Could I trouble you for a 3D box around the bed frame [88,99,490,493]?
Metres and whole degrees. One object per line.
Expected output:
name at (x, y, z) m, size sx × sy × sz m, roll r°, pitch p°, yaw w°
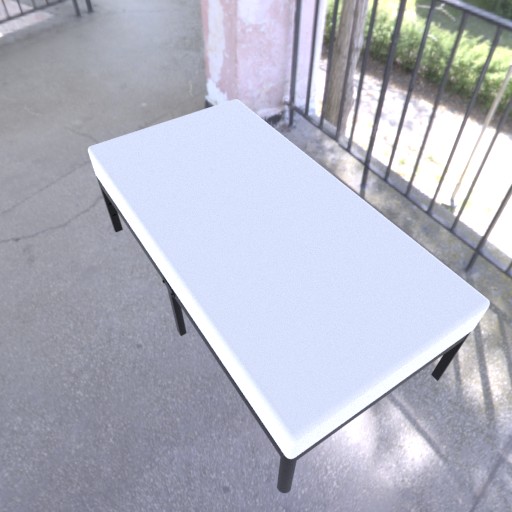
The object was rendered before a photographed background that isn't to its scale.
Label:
bed frame at (0.000, 0.000, 2.374) m, size 1.023 × 0.659 × 1.950 m, roll -26°, pitch 53°, yaw -22°
